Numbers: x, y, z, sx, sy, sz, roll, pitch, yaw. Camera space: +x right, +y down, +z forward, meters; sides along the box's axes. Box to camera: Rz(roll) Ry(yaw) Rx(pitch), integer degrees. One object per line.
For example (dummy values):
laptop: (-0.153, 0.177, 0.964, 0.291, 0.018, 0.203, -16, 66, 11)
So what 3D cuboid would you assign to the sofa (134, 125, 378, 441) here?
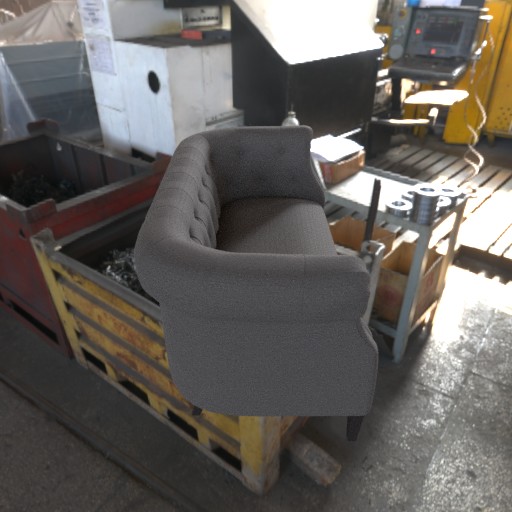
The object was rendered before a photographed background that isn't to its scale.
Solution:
sofa: (0.000, 0.000, 2.066, 0.835, 0.827, 1.558, 0, 32, 0)
